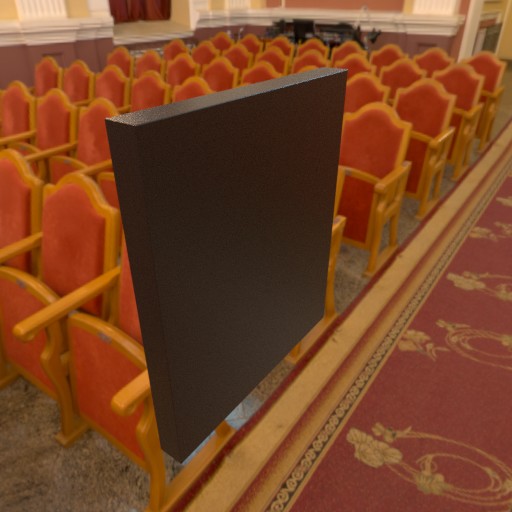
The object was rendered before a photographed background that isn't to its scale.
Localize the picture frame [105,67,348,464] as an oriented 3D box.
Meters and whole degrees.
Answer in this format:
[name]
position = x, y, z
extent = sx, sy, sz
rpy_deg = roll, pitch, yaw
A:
[picture frame]
position = 0.000, 0.000, 0.526
extent = 0.034, 0.378, 0.328
rpy_deg = 21, 36, 31
